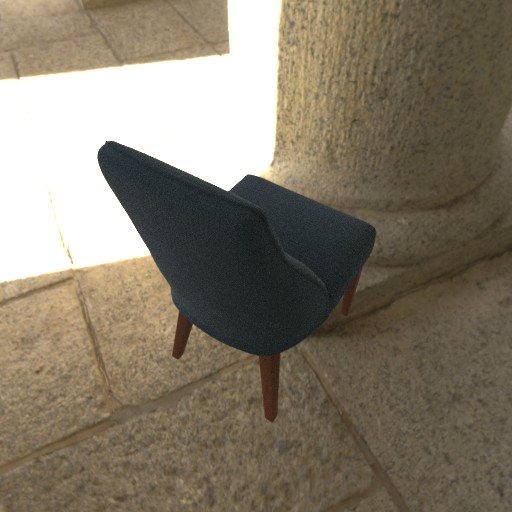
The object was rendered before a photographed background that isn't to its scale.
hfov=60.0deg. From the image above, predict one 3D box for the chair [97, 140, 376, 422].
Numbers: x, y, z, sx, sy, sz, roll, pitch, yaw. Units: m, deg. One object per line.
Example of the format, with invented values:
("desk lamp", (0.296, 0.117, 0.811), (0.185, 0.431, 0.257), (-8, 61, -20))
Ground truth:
("chair", (0.000, 0.000, 1.270), (0.500, 0.930, 0.620), (27, 53, 22))
